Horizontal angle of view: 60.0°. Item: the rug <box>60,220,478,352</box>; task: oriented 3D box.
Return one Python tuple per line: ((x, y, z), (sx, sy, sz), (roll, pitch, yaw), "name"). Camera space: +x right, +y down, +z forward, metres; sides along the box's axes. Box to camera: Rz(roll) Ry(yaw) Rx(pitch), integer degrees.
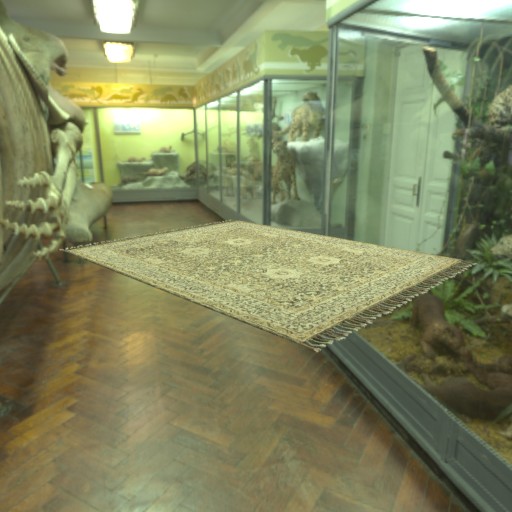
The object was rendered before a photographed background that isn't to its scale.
((0.000, 0.000, 4.293), (3.291, 0.017, 2.431), (14, 20, 42), "rug")
